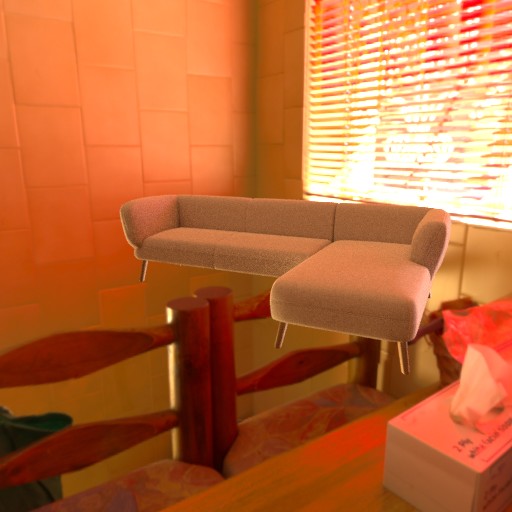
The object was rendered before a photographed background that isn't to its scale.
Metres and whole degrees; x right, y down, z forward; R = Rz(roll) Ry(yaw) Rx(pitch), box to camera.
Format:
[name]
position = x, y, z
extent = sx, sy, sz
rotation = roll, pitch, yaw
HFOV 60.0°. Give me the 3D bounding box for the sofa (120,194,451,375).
[sofa]
position = 0.000, 0.000, 3.380
extent = 2.660, 0.730, 1.610
rotation = 6, 15, 25
